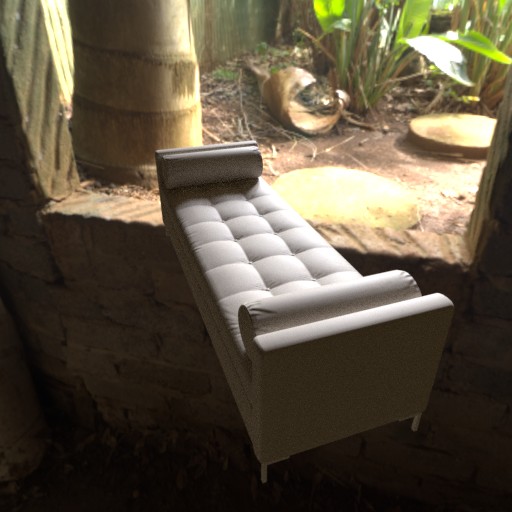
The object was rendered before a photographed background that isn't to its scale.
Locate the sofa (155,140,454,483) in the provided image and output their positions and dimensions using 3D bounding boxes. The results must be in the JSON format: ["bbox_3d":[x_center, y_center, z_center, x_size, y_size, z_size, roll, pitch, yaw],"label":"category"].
[{"bbox_3d":[0.000,0.000,2.292,0.686,0.635,1.981,-10,32,-17],"label":"sofa"}]
